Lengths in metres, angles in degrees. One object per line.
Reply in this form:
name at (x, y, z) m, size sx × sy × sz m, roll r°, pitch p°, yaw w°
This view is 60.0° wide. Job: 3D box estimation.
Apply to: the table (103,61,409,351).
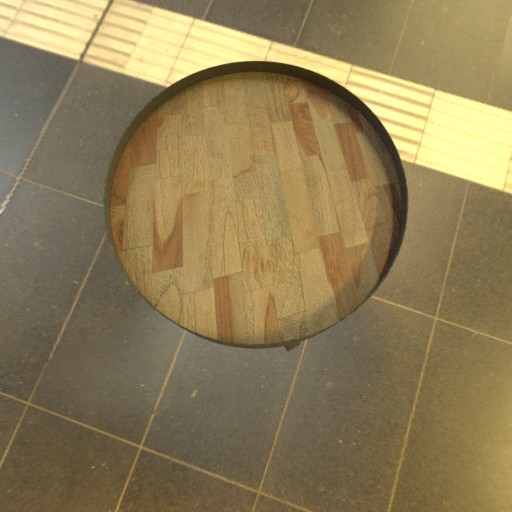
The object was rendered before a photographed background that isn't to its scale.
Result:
table at (0.000, 0.000, 0.924) m, size 0.406 × 0.686 × 0.406 m, roll 0°, pitch 75°, yaw 0°
